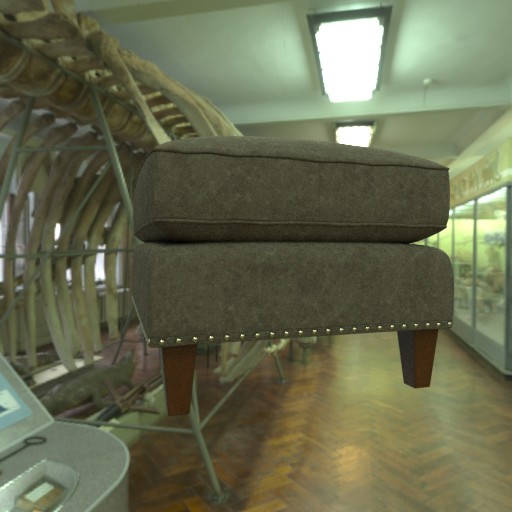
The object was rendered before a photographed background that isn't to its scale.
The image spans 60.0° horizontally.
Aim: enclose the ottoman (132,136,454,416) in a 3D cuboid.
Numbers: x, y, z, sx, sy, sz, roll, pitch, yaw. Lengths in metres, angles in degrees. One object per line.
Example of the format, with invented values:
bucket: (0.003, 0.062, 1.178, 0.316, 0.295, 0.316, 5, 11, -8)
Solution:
ottoman: (0.000, 0.000, 1.117, 0.584, 0.513, 0.741, 0, 1, -18)
